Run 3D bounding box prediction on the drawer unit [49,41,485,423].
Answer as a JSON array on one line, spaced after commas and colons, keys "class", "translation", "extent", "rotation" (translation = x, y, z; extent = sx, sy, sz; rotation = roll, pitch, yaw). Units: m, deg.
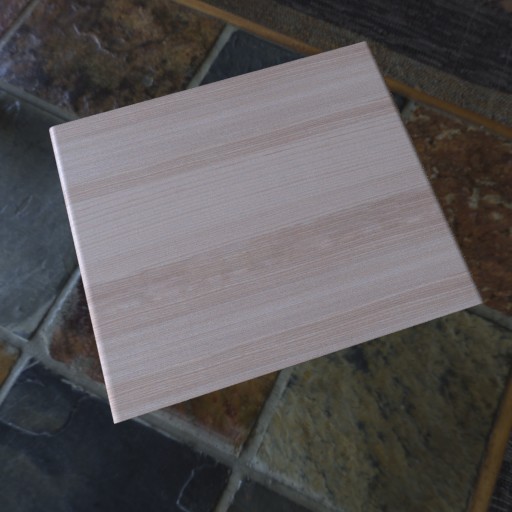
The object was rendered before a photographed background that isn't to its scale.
[{"class": "drawer unit", "translation": [0.000, 0.000, 0.585], "extent": [0.344, 0.344, 0.290], "rotation": [-17, 76, -4]}]
